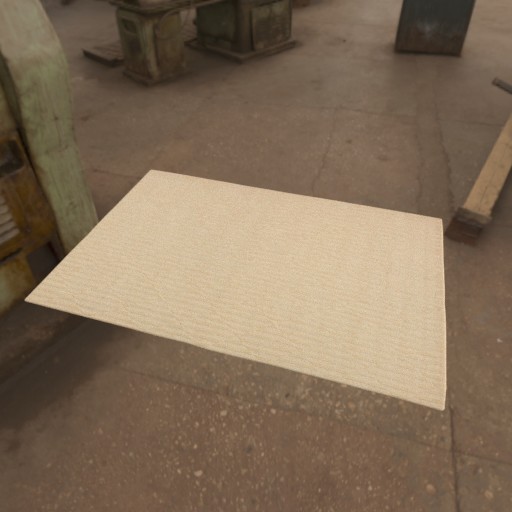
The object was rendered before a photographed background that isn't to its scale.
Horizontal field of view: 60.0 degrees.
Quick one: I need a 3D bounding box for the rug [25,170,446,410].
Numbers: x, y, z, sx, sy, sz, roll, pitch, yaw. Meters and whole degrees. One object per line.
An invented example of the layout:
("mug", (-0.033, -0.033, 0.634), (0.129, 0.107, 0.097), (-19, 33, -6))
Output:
("rug", (0.000, 0.000, 2.272), (1.848, 0.014, 1.238), (12, 42, 13))
